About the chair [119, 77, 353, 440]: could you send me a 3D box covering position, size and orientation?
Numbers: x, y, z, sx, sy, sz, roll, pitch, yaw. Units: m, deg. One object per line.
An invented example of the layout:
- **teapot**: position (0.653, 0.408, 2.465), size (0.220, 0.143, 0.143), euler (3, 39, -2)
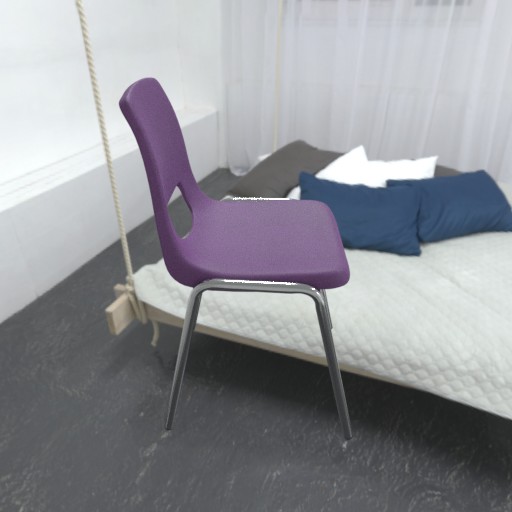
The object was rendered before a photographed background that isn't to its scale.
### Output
- **chair**: position (0.000, 0.000, 0.950), size (0.432, 0.704, 0.381), euler (1, 31, 1)
